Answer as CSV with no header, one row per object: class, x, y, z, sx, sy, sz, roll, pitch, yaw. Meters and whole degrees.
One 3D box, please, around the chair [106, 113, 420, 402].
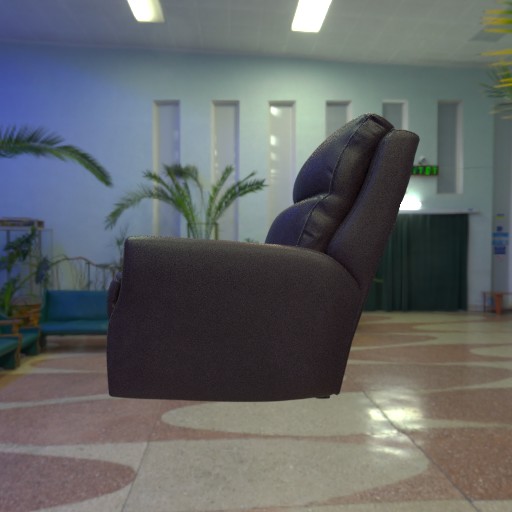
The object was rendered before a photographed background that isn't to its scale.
chair,0.000,0.000,1.815,1.080,1.030,0.829,0,1,-1
